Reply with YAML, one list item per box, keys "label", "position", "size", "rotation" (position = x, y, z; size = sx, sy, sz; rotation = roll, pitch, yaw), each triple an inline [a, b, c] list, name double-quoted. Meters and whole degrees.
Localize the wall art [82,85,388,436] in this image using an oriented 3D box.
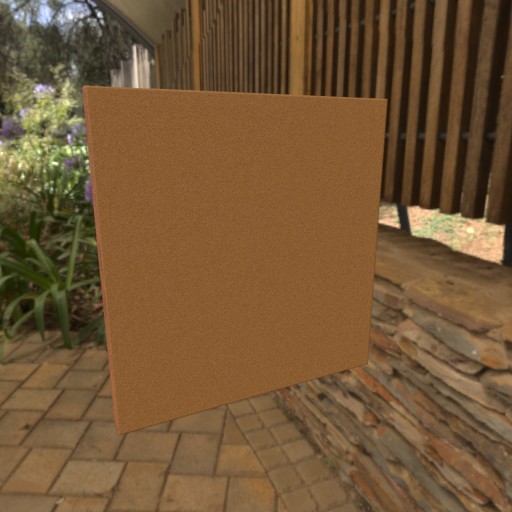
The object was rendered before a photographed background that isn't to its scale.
- label: "wall art"
  position: [0.000, 0.000, 0.831]
  size: [0.554, 0.572, 0.037]
  rotation: [-8, 17, -26]
